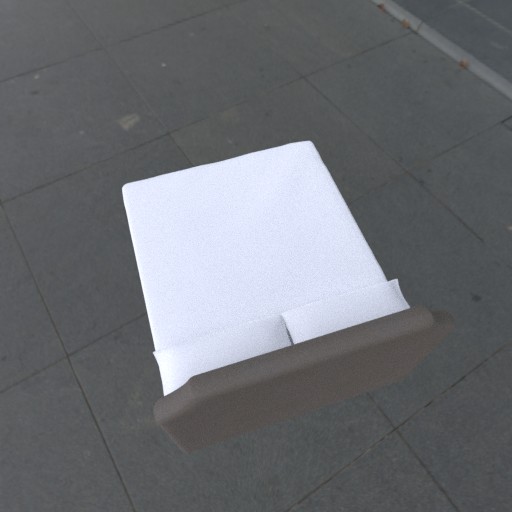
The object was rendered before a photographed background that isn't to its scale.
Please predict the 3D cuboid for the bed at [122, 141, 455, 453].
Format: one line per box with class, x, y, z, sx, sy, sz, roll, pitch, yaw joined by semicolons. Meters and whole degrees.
bed;0.000;0.000;3.930;2.194;1.561;2.536;-15;60;-9
